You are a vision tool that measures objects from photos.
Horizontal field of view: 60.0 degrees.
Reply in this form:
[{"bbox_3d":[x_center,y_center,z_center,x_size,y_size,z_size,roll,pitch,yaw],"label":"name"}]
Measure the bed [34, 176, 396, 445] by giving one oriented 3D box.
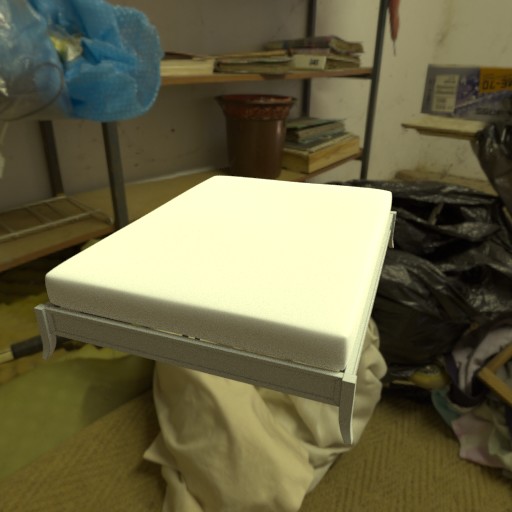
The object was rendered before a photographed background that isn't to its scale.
[{"bbox_3d":[0.000,0.000,2.842,1.604,0.510,2.108,9,27,18],"label":"bed"}]
